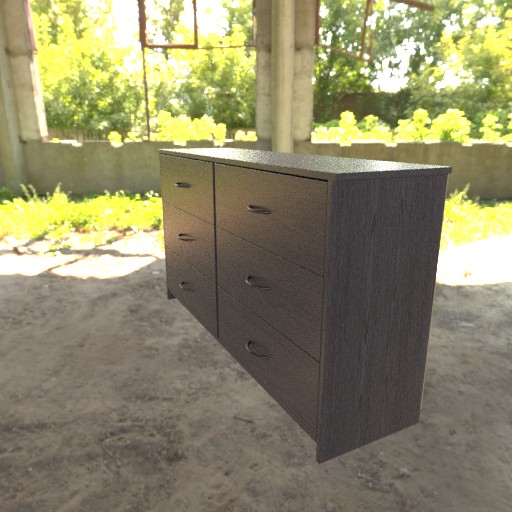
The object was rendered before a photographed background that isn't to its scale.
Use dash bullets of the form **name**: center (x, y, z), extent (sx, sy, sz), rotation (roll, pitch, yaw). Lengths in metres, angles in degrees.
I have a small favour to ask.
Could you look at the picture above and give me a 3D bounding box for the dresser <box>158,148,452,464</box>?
- **dresser**: center (0.000, 0.000, 1.703), extent (0.401, 0.755, 1.360), rotation (-8, 18, -27)
